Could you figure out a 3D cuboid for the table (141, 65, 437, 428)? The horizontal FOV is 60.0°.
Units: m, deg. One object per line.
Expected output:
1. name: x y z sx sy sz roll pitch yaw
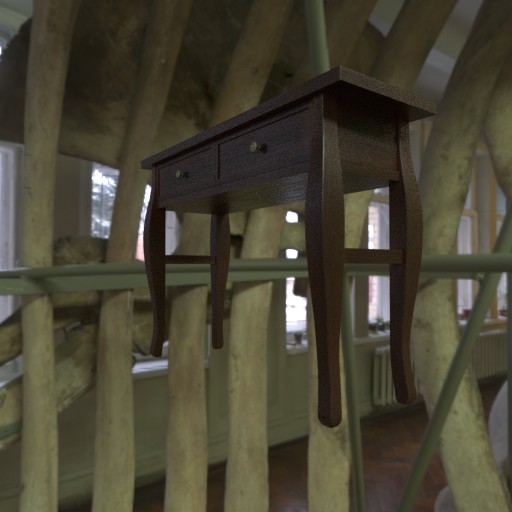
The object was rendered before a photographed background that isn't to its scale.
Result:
1. table: 0.000 0.000 1.439 0.373 0.768 1.062 1 -1 -37
